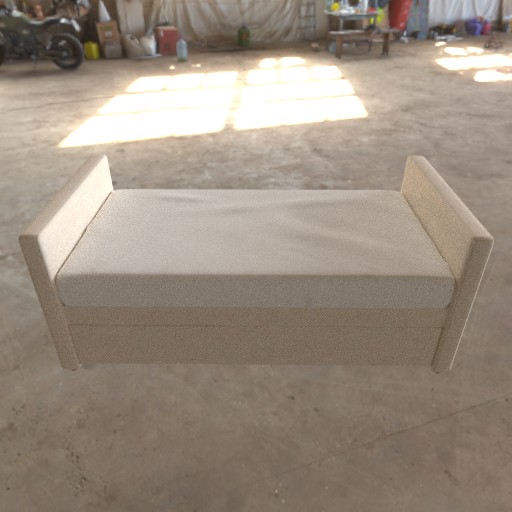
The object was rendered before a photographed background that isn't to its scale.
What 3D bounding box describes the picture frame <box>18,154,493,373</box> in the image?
[{"bbox_3d":[0.000,0.000,2.676,2.161,0.891,1.069,0,33,0],"label":"picture frame"}]
